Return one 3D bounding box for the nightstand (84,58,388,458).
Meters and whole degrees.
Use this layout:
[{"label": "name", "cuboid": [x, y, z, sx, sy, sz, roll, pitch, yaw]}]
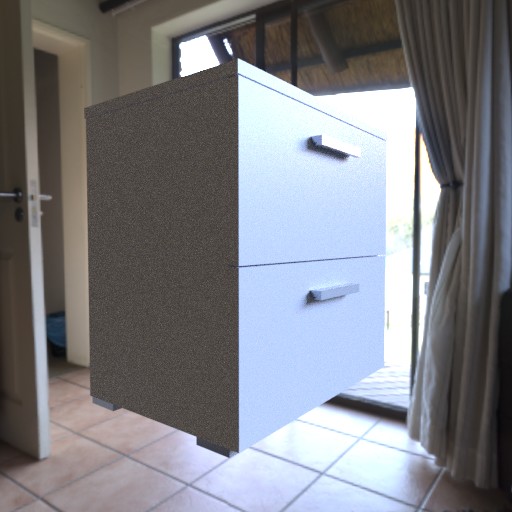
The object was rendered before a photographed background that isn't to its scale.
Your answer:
[{"label": "nightstand", "cuboid": [0.000, 0.000, 0.764, 0.325, 0.460, 0.441, 2, 3, 38]}]
